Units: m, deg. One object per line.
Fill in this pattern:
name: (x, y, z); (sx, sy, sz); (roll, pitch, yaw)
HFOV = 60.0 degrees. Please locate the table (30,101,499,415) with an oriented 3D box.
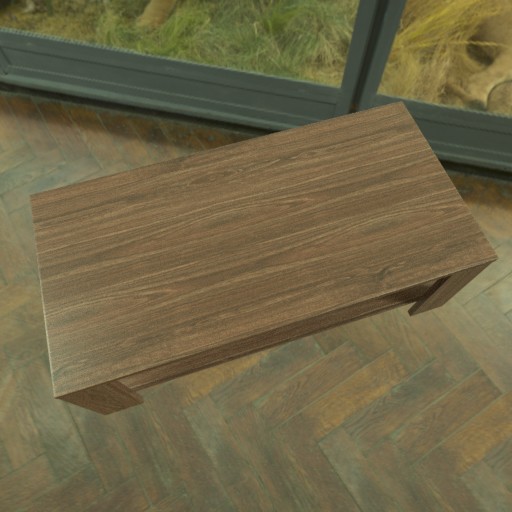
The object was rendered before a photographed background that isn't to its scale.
table: (0.000, 0.000, 1.434); (1.200, 0.400, 0.600); (-16, 65, -8)
